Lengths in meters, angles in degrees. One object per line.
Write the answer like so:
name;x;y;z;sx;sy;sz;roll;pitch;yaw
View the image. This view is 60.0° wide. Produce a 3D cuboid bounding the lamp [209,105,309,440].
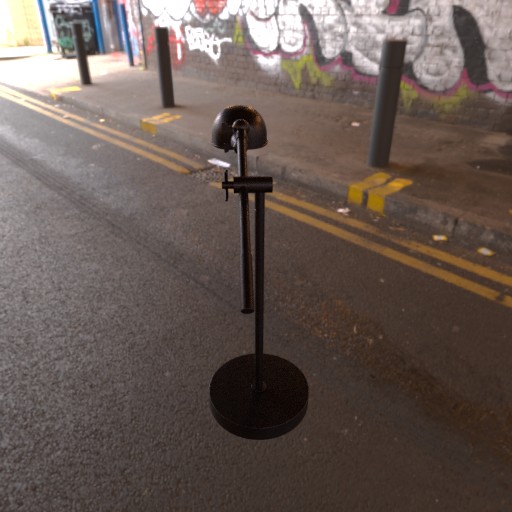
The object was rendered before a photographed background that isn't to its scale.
lamp;0.000;0.000;0.812;0.185;0.495;0.567;-1;29;-2
